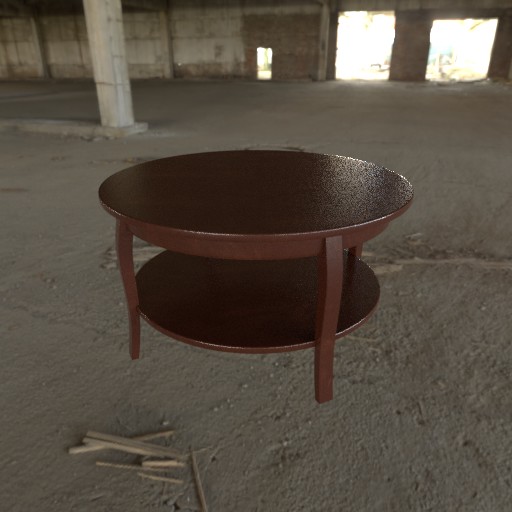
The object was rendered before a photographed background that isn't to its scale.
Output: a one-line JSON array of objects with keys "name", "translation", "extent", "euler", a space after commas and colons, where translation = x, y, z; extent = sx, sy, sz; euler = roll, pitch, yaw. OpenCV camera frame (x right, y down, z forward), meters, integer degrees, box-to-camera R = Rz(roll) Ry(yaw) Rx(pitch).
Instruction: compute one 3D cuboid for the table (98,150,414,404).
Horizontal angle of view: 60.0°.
[{"name": "table", "translation": [0.000, 0.000, 1.448], "extent": [0.911, 0.512, 0.911], "euler": [0, 24, 0]}]
